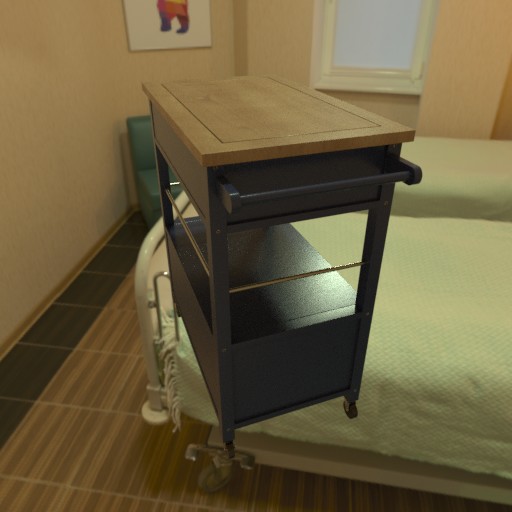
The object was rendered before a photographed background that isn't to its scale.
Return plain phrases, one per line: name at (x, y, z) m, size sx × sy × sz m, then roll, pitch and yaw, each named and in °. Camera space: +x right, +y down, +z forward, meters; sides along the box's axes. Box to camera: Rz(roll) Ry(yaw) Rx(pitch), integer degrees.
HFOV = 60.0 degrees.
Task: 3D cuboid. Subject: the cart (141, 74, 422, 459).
cart at (0.000, 0.000, 1.360) m, size 0.459 × 0.901 × 0.840 m, roll -11°, pitch 33°, yaw -17°
